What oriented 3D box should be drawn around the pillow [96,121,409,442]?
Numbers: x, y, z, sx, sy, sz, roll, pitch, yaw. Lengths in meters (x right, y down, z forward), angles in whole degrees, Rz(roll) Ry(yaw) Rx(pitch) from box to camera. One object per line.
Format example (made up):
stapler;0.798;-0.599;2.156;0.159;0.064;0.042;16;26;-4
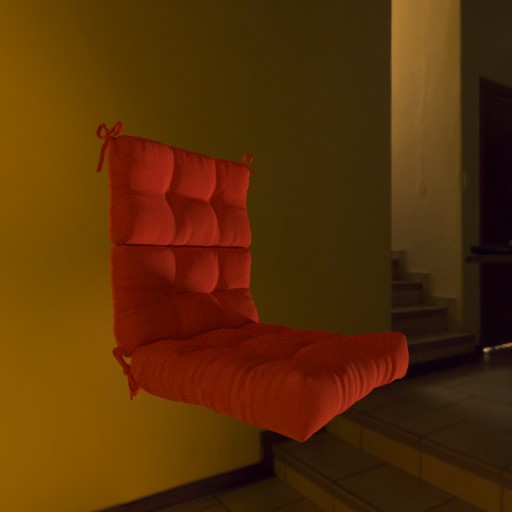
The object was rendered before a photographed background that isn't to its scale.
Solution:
pillow;0.000;0.000;1.025;0.571;0.605;0.519;0;0;38
